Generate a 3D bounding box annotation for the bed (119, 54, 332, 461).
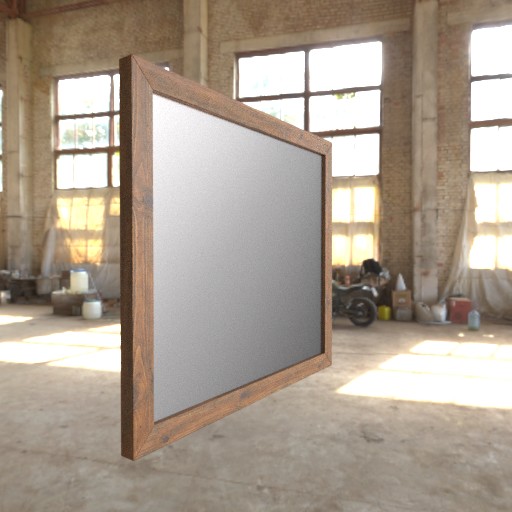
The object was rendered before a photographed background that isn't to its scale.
[{"bbox_3d":[0.000,0.000,1.462,0.046,0.942,1.046,1,1,35],"label":"bed"}]
